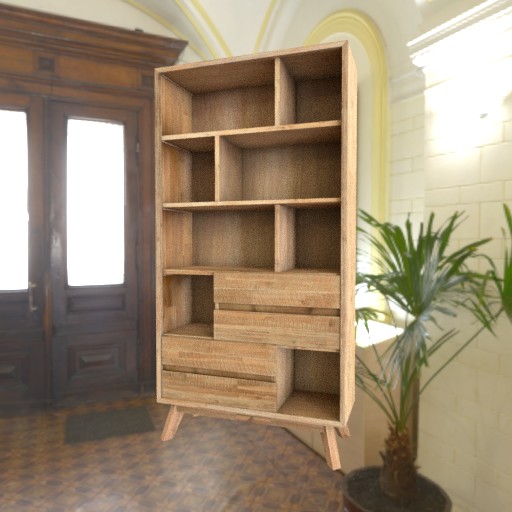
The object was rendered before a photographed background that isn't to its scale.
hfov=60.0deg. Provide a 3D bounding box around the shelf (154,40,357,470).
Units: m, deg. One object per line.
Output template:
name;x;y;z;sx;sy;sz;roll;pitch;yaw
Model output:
shelf;0.000;0.000;1.767;0.748;1.471;0.308;1;2;19
